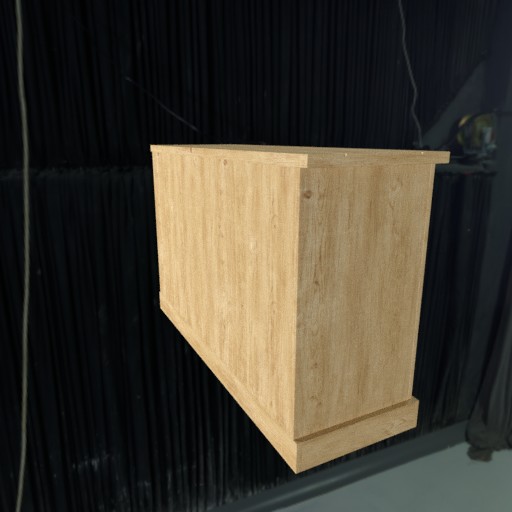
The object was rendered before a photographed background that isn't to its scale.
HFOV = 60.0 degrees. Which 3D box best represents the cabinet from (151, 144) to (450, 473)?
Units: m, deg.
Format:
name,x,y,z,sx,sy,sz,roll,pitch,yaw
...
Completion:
name,x,y,z,sx,sy,sz,roll,pitch,yaw
cabinet,0.000,0.000,1.703,0.432,0.810,1.321,-8,17,-26
